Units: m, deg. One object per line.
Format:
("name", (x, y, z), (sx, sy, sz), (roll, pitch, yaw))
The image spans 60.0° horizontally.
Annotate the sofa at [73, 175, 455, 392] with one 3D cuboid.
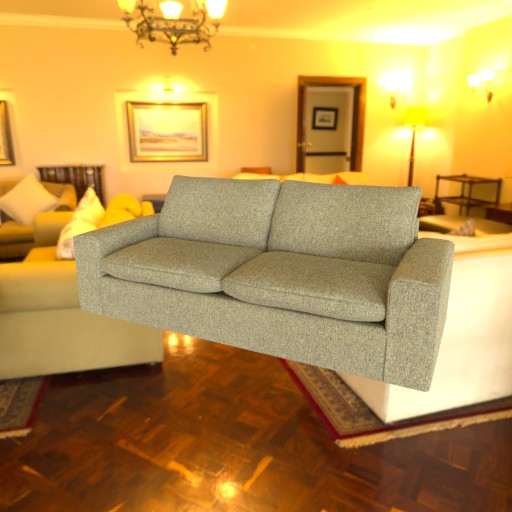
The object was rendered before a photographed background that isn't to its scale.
("sofa", (0.000, 0.000, 2.877), (2.299, 0.922, 1.040), (8, 17, 26))
